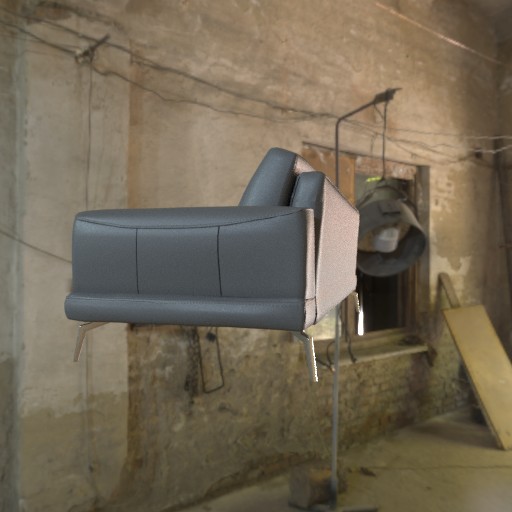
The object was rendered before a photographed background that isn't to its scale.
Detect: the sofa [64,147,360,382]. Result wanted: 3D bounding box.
[{"bbox_3d":[0.000,0.000,2.749,1.121,0.930,2.177,0,0,18],"label":"sofa"}]
